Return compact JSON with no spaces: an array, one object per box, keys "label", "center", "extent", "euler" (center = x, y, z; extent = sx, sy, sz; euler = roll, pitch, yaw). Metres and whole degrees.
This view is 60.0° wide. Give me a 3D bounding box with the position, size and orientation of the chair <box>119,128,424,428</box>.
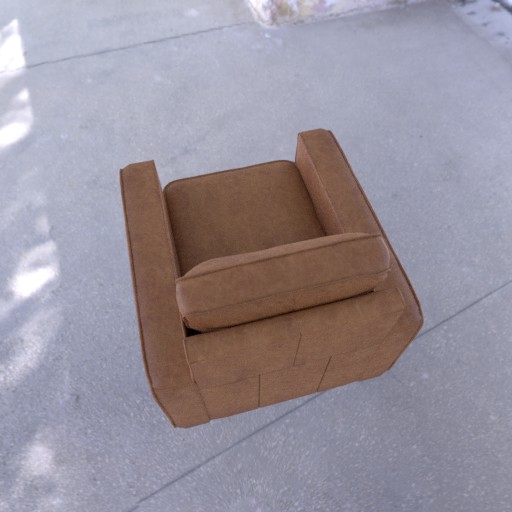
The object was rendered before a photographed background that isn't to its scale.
[{"label":"chair","center":[0.000,0.000,1.783],"extent":[0.987,0.901,1.027],"euler":[-15,59,-9]}]
